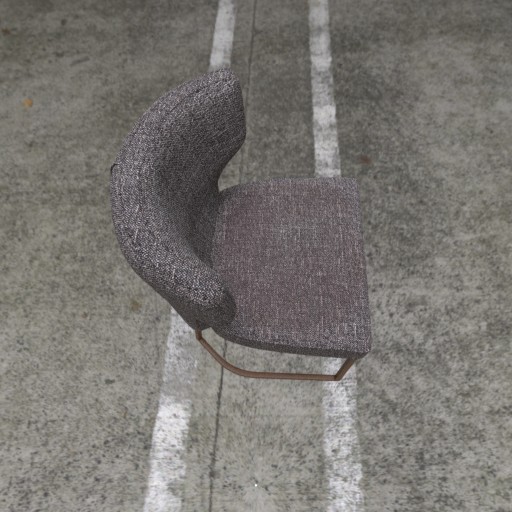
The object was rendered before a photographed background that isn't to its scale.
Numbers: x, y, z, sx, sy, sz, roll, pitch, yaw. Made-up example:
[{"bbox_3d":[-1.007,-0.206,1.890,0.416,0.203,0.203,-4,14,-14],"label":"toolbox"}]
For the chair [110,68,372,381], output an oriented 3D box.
[{"bbox_3d":[0.000,0.000,1.268,0.617,0.824,0.611,2,63,1],"label":"chair"}]
